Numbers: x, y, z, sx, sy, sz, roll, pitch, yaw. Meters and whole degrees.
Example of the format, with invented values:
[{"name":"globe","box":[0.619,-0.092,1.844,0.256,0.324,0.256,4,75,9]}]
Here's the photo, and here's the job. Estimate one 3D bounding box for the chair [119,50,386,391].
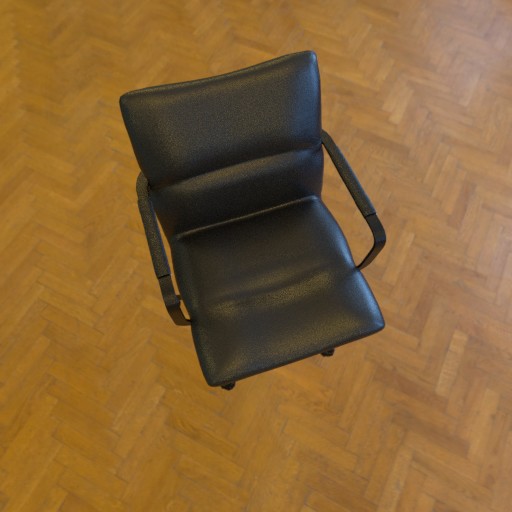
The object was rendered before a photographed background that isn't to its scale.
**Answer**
[{"name":"chair","box":[0.000,0.000,1.469,0.719,0.922,0.748,-17,65,-8]}]
